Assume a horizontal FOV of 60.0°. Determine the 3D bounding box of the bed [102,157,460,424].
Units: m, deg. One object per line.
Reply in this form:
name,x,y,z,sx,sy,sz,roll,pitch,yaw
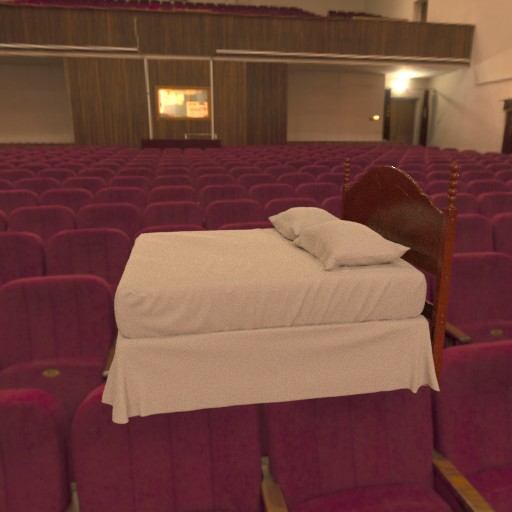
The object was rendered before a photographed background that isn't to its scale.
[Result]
bed,0.000,0.000,3.217,2.040,1.356,1.873,-2,14,-10
